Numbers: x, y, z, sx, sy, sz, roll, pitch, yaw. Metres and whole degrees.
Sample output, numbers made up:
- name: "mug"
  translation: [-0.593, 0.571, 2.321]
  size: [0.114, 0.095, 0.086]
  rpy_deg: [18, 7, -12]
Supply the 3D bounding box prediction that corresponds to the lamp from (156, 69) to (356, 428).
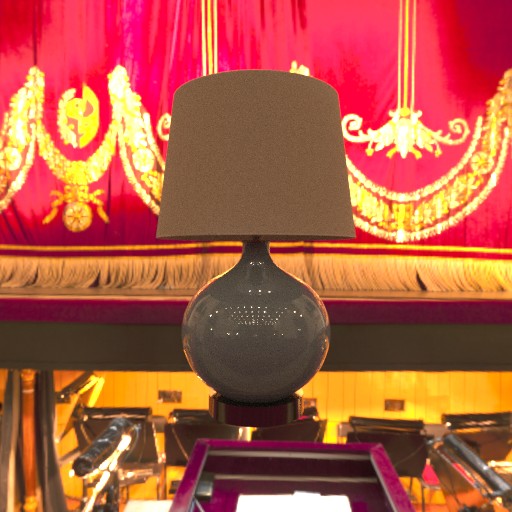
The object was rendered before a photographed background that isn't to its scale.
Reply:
- name: "lamp"
  translation: [0.000, 0.000, 0.560]
  size: [0.247, 0.387, 0.247]
  rpy_deg: [0, 0, 0]
